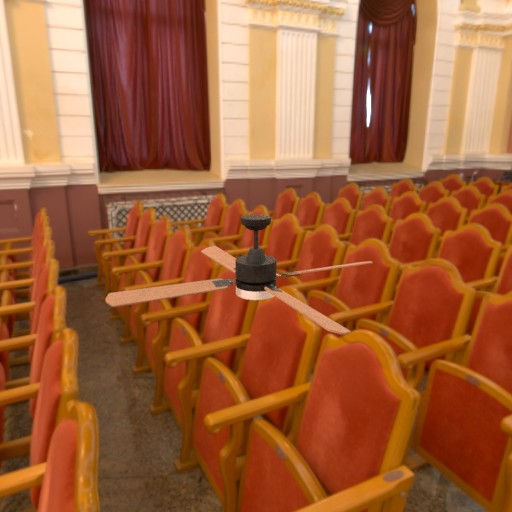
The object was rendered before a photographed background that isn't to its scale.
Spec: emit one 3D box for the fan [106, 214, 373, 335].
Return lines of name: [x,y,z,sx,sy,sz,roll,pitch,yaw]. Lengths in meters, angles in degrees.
fan: [0.000,0.000,2.003,1.320,0.355,1.320,-7,16,-25]
